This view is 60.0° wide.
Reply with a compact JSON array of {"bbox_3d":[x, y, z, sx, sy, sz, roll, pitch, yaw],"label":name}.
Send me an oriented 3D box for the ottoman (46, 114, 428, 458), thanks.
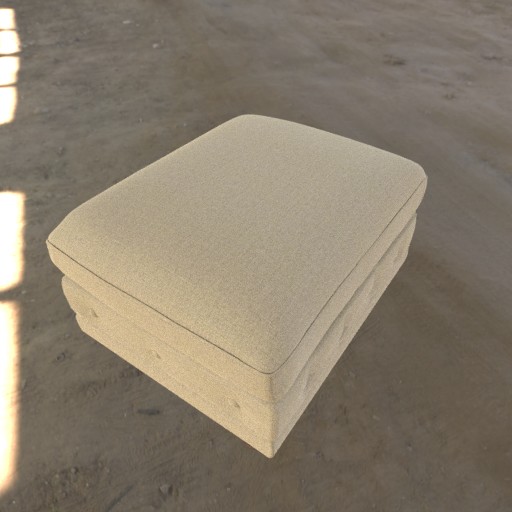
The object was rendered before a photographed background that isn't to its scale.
[{"bbox_3d":[0.000,0.000,1.021,0.541,0.463,0.684,25,46,26],"label":"ottoman"}]
